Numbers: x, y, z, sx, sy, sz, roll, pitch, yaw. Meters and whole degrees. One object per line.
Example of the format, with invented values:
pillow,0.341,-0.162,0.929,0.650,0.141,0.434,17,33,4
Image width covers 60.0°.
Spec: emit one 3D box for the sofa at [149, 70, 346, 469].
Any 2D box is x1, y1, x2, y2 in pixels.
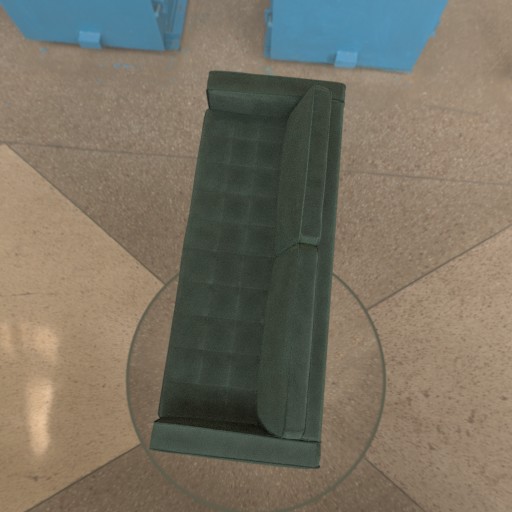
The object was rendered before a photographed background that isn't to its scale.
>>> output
sofa,0.000,0.000,2.625,0.886,0.781,2.214,6,76,2
